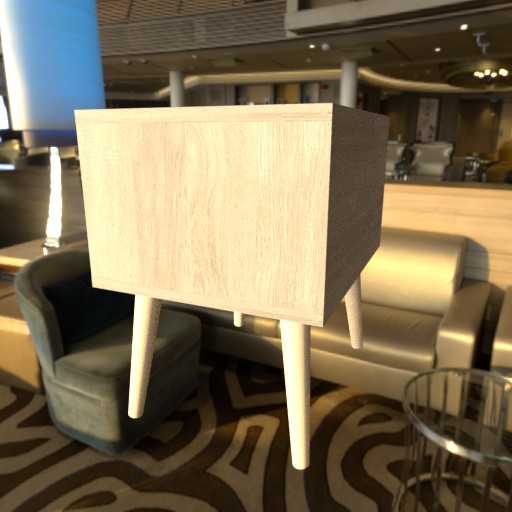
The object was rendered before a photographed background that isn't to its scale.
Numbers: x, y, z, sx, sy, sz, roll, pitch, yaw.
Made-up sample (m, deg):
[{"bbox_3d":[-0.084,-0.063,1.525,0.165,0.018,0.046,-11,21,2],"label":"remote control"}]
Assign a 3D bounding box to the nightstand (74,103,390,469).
[{"bbox_3d":[0.000,0.000,0.819,0.380,0.500,0.450,7,17,23],"label":"nightstand"}]
